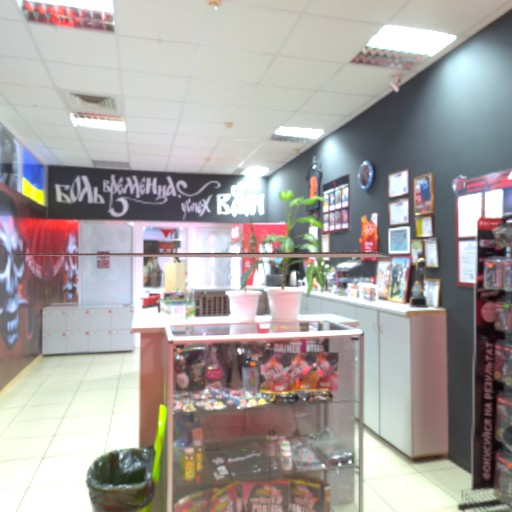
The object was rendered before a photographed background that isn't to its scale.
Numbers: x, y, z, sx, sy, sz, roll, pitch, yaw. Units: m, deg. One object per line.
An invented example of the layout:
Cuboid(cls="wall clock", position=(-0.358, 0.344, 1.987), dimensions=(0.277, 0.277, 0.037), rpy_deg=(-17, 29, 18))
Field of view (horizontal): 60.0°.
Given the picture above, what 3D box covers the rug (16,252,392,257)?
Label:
Cuboid(cls="rug", position=(0.000, 0.000, 5.072), dimensions=(2.894, 0.011, 3.957), rpy_deg=(0, -1, 18))
